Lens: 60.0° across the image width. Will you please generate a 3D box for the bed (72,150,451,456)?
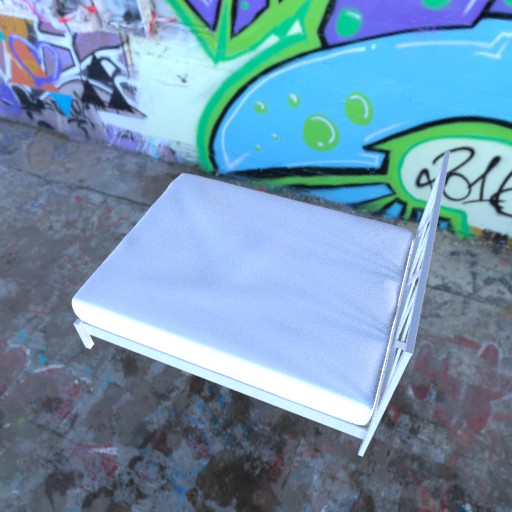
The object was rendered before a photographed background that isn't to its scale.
[{"bbox_3d":[0.000,0.000,3.167,2.135,1.253,1.673,16,49,15],"label":"bed"}]
